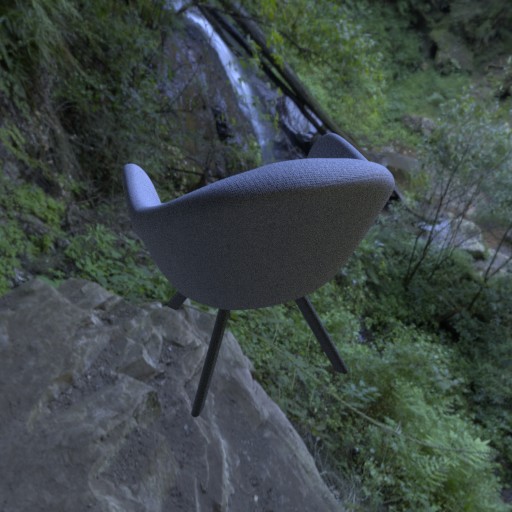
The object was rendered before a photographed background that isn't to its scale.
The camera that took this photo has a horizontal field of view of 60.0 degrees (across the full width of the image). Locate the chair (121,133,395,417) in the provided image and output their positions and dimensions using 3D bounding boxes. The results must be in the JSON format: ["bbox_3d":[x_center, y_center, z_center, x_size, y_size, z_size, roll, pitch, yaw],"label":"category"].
[{"bbox_3d":[0.000,0.000,1.174,0.590,0.795,0.550,-12,44,-13],"label":"chair"}]
